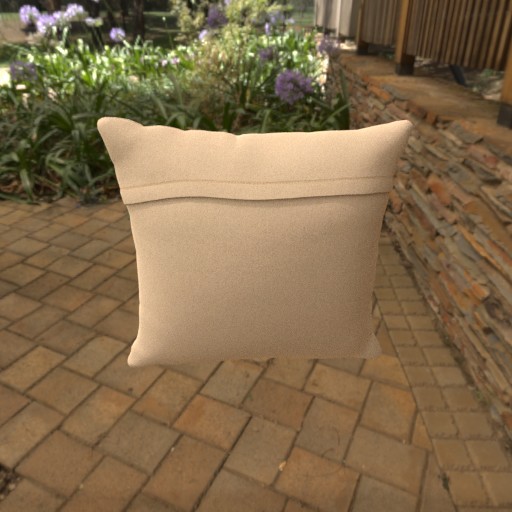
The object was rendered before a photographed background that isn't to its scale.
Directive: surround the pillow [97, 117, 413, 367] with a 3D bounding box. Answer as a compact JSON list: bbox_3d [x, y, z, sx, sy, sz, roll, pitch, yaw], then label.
[{"bbox_3d":[0.000,0.000,0.825,0.536,0.506,0.229,-2,28,-3],"label":"pillow"}]
